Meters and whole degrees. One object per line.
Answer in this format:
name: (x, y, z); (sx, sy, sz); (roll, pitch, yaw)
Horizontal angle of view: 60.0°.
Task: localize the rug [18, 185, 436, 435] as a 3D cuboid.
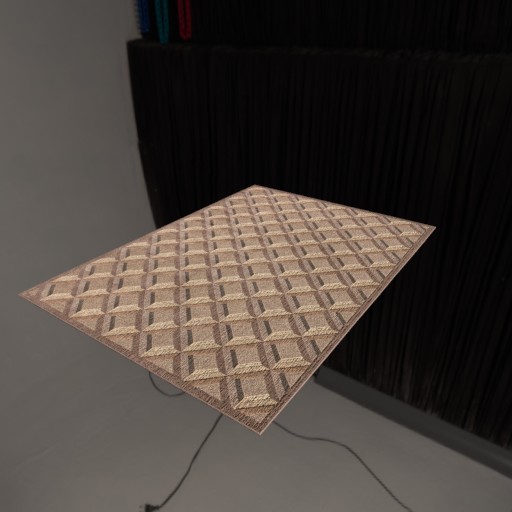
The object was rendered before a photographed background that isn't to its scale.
rug: (0.000, 0.000, 4.149); (2.382, 0.018, 3.294); (18, 33, 31)
